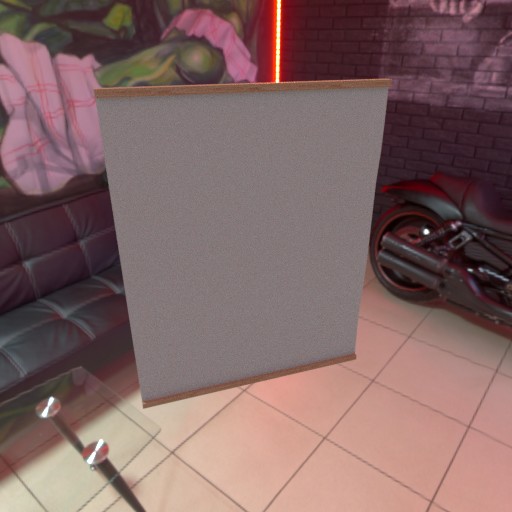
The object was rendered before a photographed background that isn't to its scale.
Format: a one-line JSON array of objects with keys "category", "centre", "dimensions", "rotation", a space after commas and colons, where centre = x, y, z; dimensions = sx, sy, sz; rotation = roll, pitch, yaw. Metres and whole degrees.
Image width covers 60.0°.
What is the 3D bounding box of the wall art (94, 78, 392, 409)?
[{"category": "wall art", "centre": [0.000, 0.000, 0.697], "dimensions": [0.406, 0.508, 0.013], "rotation": [-8, 28, -16]}]
